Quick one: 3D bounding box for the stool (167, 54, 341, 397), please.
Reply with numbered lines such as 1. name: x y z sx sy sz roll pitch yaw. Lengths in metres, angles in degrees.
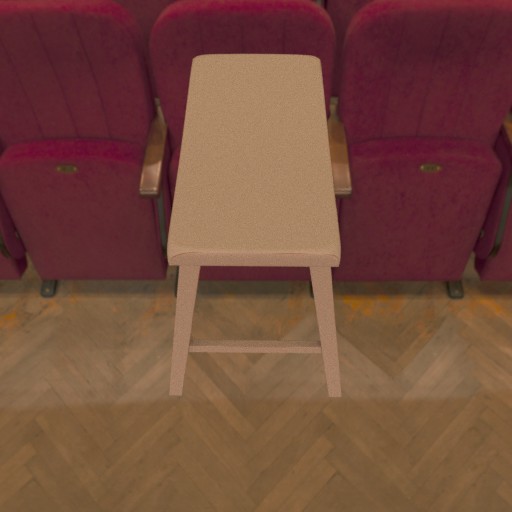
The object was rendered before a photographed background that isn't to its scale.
1. stool: 0.000 0.000 1.032 0.476 0.737 0.457 0 58 0
